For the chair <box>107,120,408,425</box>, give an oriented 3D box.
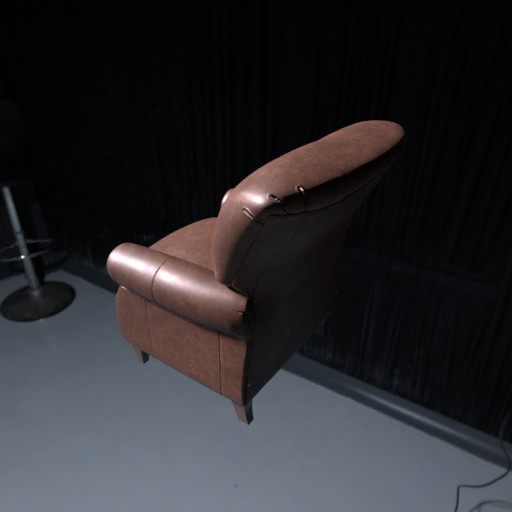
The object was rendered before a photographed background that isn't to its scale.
[{"bbox_3d":[0.000,0.000,1.941,1.031,1.162,0.979,19,35,29],"label":"chair"}]
